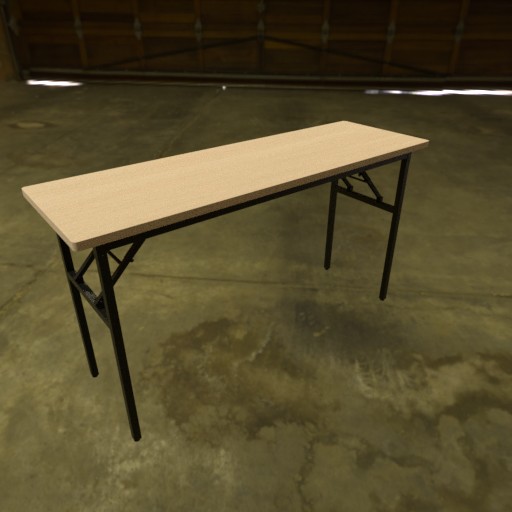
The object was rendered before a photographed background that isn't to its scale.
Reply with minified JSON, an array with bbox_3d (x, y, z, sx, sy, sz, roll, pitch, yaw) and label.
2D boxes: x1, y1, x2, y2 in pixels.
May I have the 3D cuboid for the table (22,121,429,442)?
[{"bbox_3d":[0.000,0.000,1.701,1.397,0.750,0.447,-21,36,-33],"label":"table"}]
